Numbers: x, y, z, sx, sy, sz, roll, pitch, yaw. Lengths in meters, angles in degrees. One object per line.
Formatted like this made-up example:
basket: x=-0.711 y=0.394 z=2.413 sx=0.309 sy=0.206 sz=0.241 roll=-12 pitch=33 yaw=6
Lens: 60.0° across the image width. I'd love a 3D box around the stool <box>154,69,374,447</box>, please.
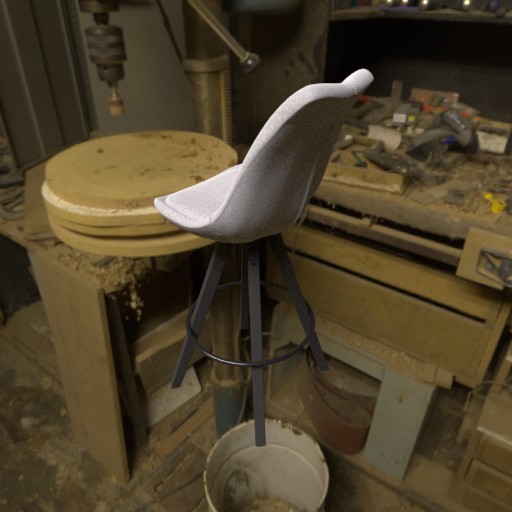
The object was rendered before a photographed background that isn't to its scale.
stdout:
stool: x=0.000 y=0.000 z=1.396 sx=0.550 sy=1.115 sz=0.485 roll=22 pitch=38 yaw=31
